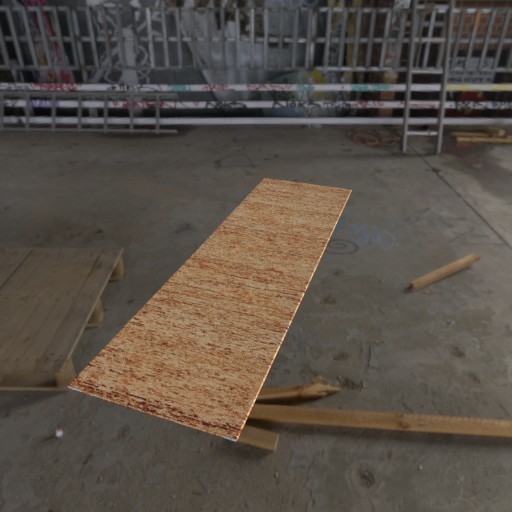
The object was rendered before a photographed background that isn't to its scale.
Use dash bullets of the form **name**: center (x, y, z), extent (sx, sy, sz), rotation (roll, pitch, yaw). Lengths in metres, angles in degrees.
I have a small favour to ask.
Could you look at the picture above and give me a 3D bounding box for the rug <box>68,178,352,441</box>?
- **rug**: center (0.000, 0.000, 2.439), extent (0.680, 0.014, 2.237), rotation (11, 33, 17)
